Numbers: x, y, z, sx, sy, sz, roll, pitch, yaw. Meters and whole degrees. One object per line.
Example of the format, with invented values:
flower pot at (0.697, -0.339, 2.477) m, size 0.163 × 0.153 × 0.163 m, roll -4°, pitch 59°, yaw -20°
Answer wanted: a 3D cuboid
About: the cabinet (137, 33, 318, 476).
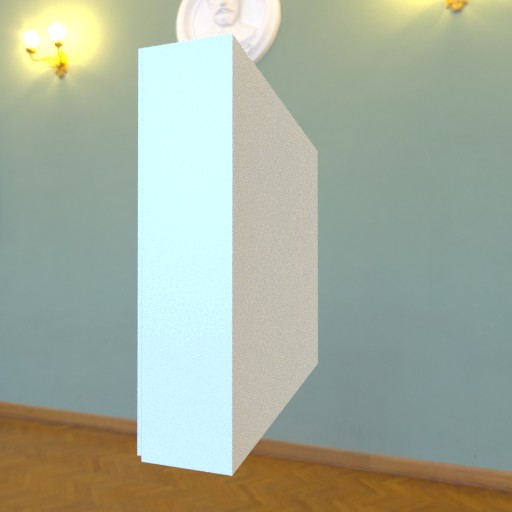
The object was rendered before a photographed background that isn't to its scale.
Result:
cabinet at (0.000, 0.000, 3.749) m, size 0.590 × 2.370 × 2.700 m, roll 0°, pitch -1°, yaw 18°
